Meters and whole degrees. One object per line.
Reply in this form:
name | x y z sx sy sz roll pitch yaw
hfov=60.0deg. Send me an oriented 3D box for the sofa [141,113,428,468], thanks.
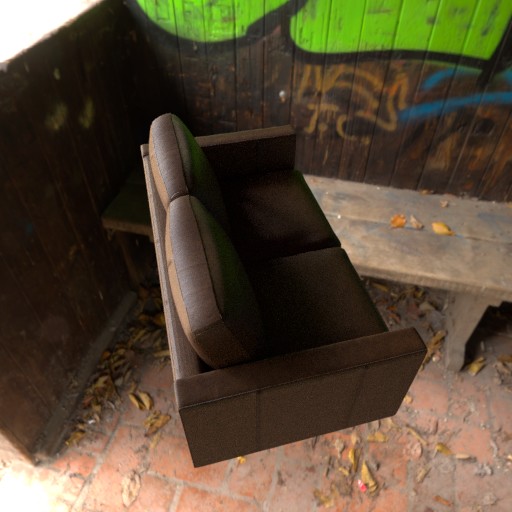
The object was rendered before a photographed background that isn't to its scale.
sofa | 0.000 0.000 2.135 0.909 0.951 1.578 -10 47 -10
